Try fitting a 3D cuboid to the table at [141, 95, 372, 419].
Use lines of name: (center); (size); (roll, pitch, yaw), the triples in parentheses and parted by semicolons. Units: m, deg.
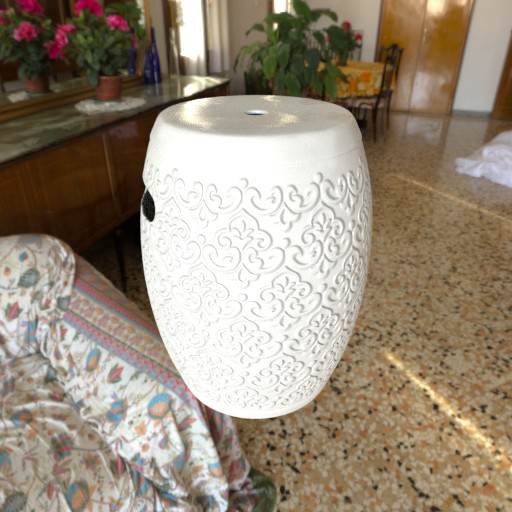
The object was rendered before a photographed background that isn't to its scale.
table: (0.000, 0.000, 0.625); (0.309, 0.397, 0.309); (0, 30, 0)
